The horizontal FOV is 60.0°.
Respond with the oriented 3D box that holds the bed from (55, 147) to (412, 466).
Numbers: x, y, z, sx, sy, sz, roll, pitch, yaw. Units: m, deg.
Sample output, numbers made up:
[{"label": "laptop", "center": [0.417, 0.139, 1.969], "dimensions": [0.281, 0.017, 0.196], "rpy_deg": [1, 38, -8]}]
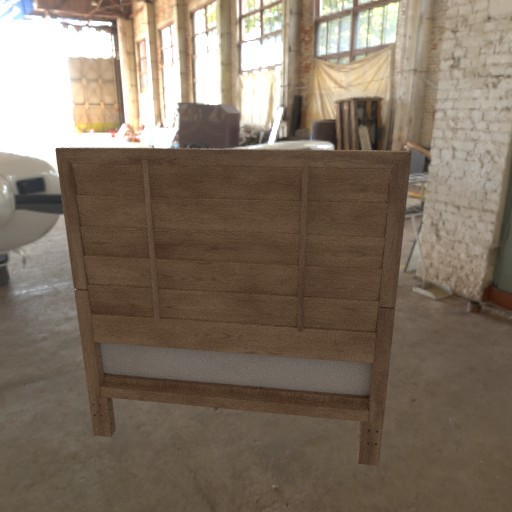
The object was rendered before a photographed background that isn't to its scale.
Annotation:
[{"label": "bed", "center": [0.000, 0.000, 3.163], "dimensions": [1.615, 1.631, 2.017], "rpy_deg": [3, 18, 8]}]
